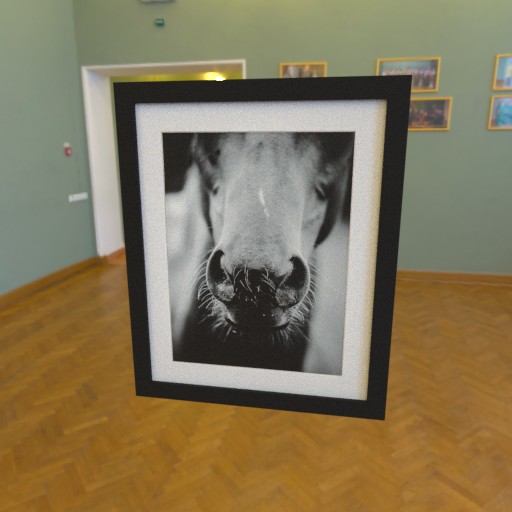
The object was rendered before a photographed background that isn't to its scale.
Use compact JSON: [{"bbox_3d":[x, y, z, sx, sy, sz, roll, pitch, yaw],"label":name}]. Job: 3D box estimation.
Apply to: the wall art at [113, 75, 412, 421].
[{"bbox_3d":[0.000,0.000,0.751,0.457,0.559,0.033,2,14,10],"label":"wall art"}]
